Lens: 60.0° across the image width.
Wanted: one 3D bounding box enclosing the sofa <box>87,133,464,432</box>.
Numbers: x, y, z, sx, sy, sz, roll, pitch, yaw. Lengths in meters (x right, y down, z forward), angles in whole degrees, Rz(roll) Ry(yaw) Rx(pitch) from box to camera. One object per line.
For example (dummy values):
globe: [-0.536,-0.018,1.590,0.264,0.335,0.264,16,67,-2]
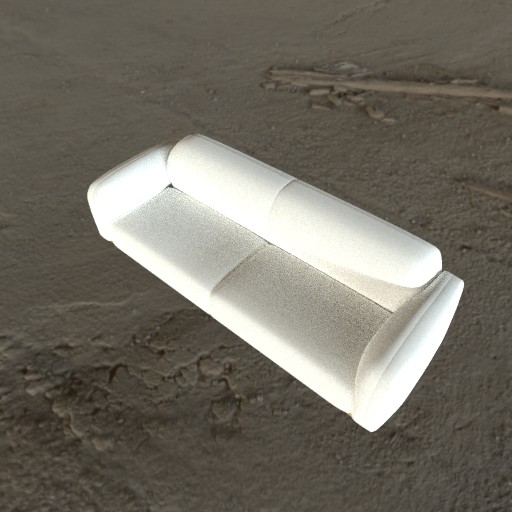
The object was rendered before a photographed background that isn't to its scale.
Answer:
sofa: [0.000,0.000,2.729,2.280,0.780,0.870,31,53,27]
